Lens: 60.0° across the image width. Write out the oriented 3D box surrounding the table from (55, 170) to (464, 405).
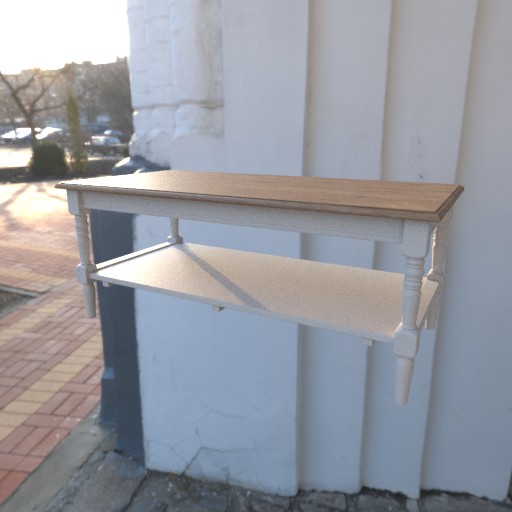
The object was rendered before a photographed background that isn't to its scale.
[{"bbox_3d":[0.000,0.000,1.408,1.118,0.458,0.559,8,18,28],"label":"table"}]
